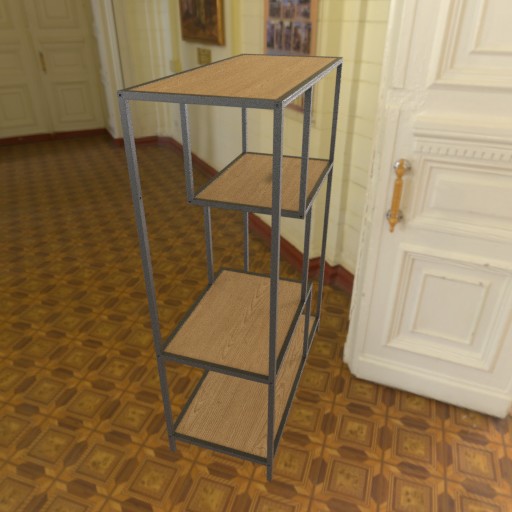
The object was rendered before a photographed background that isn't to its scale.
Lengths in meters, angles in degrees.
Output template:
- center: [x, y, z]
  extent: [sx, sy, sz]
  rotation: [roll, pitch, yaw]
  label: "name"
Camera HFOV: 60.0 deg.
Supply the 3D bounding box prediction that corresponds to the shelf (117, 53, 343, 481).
- center: [0.000, 0.000, 1.460]
  extent: [0.350, 1.138, 0.770]
  rotation: [9, 31, 15]
  label: "shelf"
